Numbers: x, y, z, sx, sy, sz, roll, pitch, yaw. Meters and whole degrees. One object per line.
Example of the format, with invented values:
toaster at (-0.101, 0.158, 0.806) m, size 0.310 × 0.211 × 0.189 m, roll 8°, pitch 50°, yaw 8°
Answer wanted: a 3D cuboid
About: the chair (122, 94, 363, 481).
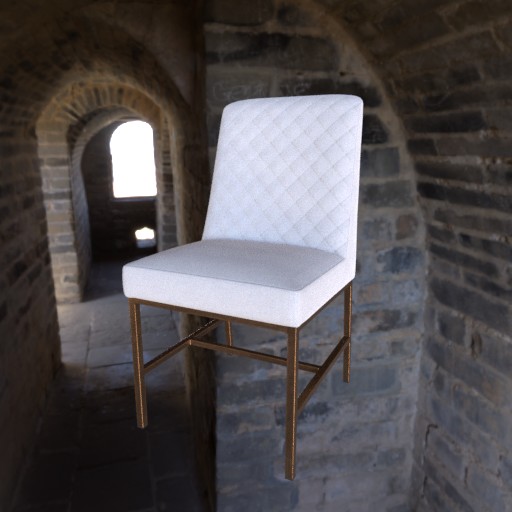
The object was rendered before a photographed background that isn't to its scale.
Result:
chair at (0.000, 0.000, 1.296) m, size 0.503 × 0.933 × 0.597 m, roll 7°, pitch 15°, yaw 26°
